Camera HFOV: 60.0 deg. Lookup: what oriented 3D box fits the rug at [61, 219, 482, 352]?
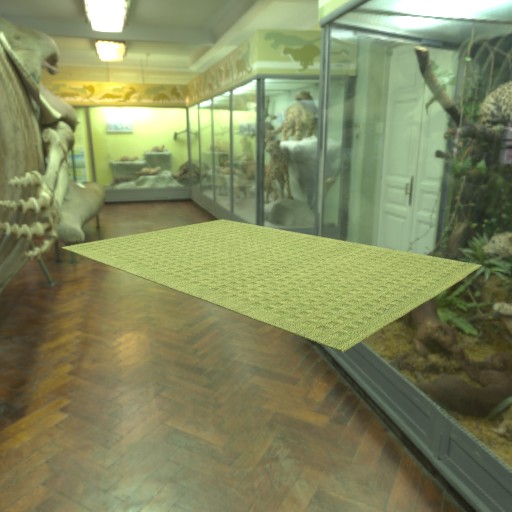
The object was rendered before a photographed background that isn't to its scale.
[{"bbox_3d":[0.000,0.000,2.870,2.297,0.007,1.529,13,20,41],"label":"rug"}]
